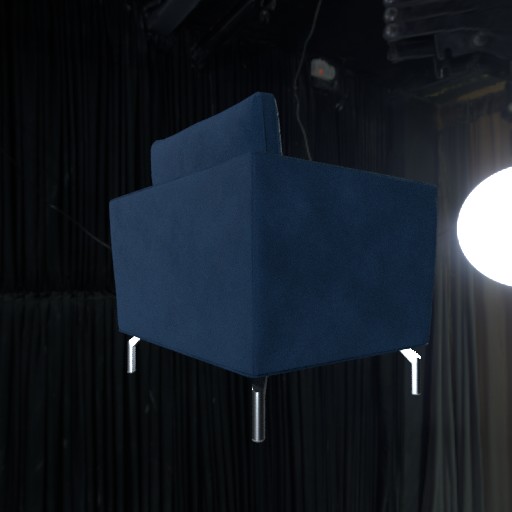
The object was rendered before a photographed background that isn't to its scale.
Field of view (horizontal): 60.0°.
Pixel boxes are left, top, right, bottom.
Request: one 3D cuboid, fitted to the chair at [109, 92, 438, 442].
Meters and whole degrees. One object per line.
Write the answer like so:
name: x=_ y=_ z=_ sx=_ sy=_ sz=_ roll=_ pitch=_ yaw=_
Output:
chair: x=0.000 y=0.000 z=1.577 sx=0.746 sy=0.893 sz=0.977 roll=1 pitch=-1 yaw=-37
